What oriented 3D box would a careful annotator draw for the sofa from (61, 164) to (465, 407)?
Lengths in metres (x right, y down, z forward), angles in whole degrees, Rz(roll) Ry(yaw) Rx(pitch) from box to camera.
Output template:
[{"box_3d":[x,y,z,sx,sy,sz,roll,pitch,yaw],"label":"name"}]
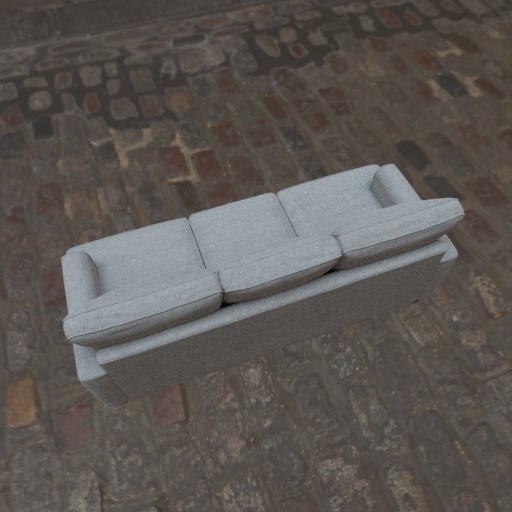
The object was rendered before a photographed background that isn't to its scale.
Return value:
[{"box_3d":[0.000,0.000,2.642,2.158,0.965,0.951,-17,59,-11],"label":"sofa"}]
